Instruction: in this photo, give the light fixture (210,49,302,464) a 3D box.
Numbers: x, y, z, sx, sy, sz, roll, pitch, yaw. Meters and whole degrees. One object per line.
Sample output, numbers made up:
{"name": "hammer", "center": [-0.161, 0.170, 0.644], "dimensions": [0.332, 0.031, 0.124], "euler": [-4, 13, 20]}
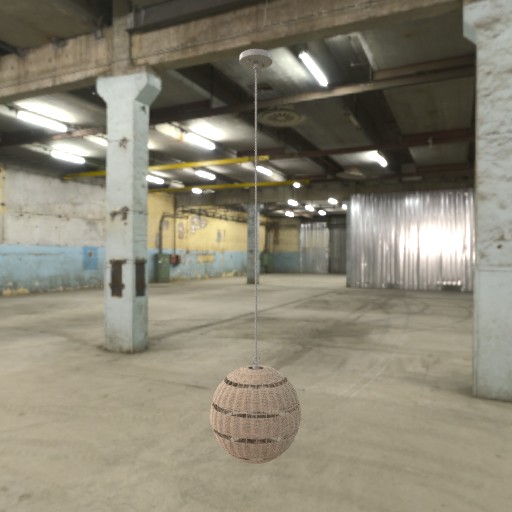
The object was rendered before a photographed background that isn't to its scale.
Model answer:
{"name": "light fixture", "center": [0.000, 0.000, 2.232], "dimensions": [0.457, 2.019, 0.457], "euler": [1, -1, -37]}
